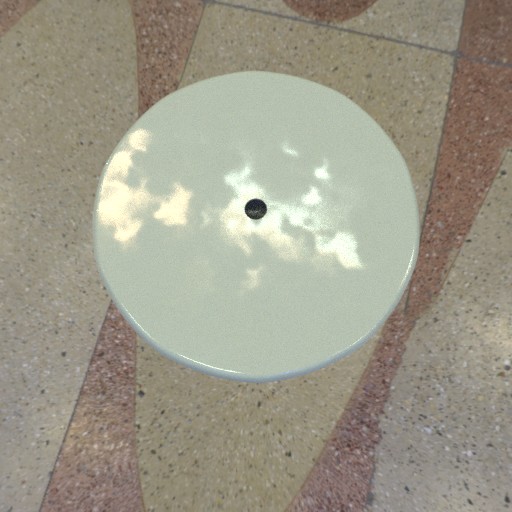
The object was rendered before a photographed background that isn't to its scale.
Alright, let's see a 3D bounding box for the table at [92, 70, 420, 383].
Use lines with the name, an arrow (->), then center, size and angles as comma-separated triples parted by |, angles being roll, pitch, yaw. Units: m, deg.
table -> 0.000, 0.000, 0.650 | 0.352, 0.387, 0.352 | 0, 75, 0
